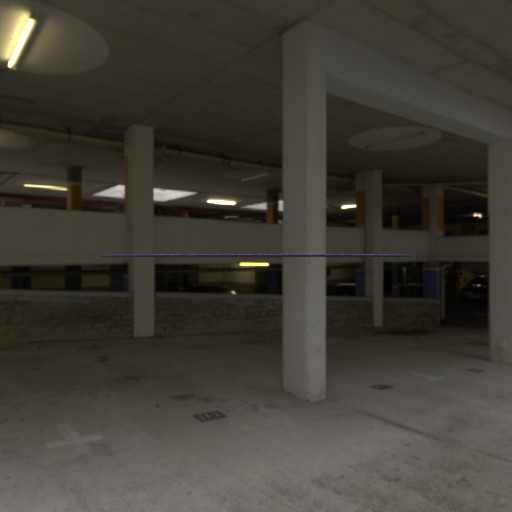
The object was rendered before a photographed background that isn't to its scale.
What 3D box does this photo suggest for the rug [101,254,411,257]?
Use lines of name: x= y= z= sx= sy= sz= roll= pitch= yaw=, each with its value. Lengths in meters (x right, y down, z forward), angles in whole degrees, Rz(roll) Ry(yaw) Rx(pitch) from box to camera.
rug: x=0.000 y=0.000 z=2.416 sx=1.591 sy=0.010 sz=1.591 roll=0 pitch=0 yaw=0
